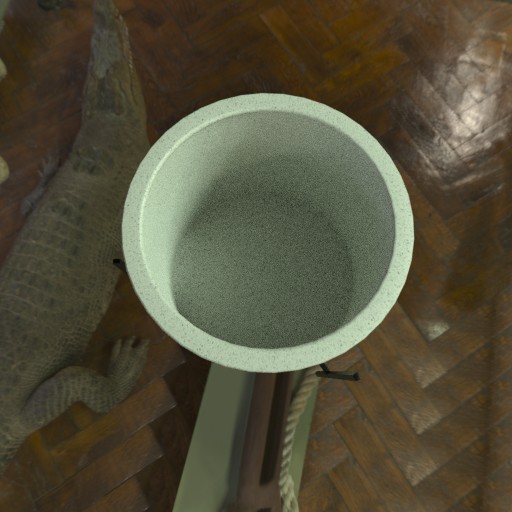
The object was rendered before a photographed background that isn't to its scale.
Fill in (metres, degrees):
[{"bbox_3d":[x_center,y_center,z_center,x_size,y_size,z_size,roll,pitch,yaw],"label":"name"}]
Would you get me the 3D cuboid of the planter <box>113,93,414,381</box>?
[{"bbox_3d":[0.000,0.000,0.534,0.263,0.362,0.267,13,76,3],"label":"planter"}]
